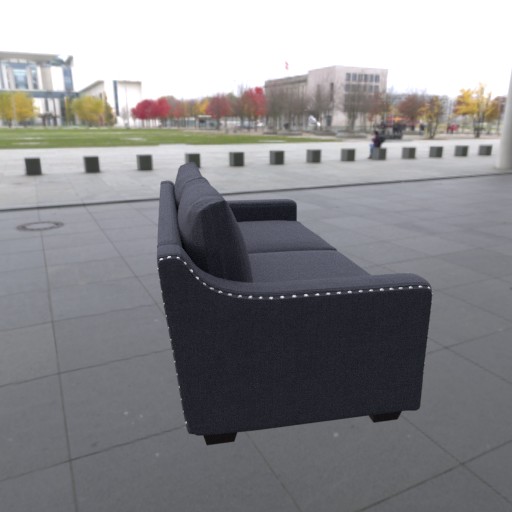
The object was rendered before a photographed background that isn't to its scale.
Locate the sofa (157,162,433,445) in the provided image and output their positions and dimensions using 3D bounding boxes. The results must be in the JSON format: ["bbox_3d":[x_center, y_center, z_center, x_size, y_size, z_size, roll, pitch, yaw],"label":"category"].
[{"bbox_3d":[0.000,0.000,3.237,1.336,1.196,2.550,-3,17,-11],"label":"sofa"}]
